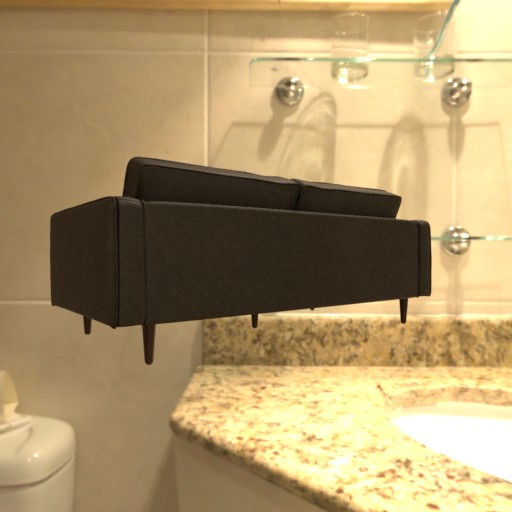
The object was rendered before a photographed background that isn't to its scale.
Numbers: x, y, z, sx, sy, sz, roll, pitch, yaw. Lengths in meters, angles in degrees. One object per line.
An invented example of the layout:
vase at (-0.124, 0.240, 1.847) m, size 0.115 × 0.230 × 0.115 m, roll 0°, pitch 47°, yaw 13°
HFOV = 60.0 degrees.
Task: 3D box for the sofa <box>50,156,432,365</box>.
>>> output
sofa at (0.000, 0.000, 2.351) m, size 1.879 × 0.770 × 0.921 m, roll 0°, pitch 0°, yaw -37°
